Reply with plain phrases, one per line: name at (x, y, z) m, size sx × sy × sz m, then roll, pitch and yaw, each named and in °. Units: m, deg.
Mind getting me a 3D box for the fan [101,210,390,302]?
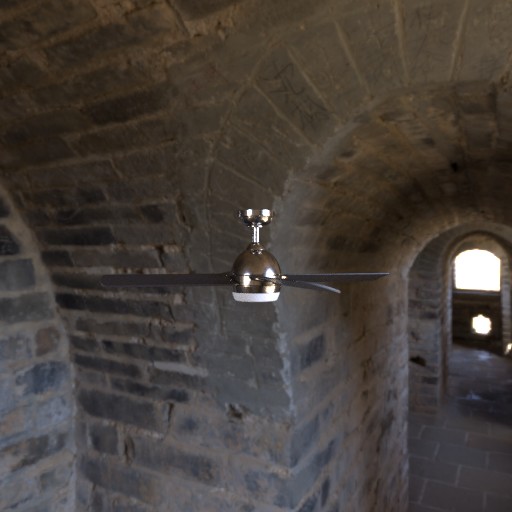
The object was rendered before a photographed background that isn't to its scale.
fan at (0.000, 0.000, 2.018) m, size 1.332 × 0.403 × 1.332 m, roll 0°, pitch -1°, yaw -18°
